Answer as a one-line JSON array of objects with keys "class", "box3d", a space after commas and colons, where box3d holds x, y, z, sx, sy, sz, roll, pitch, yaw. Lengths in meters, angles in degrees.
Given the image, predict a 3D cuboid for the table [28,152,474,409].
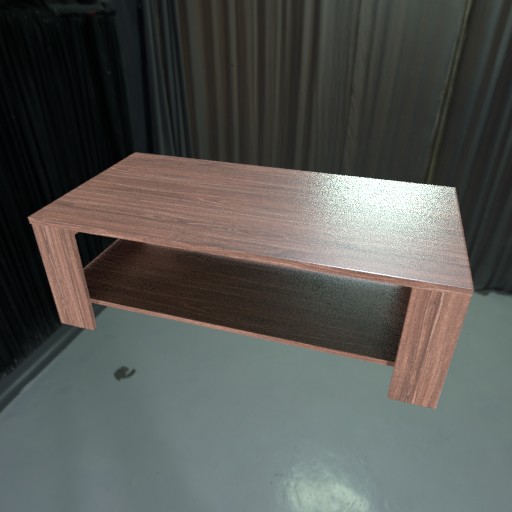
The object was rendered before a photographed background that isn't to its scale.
[{"class": "table", "box3d": [0.000, 0.000, 1.484, 1.200, 0.400, 0.600, 9, 33, 15]}]
